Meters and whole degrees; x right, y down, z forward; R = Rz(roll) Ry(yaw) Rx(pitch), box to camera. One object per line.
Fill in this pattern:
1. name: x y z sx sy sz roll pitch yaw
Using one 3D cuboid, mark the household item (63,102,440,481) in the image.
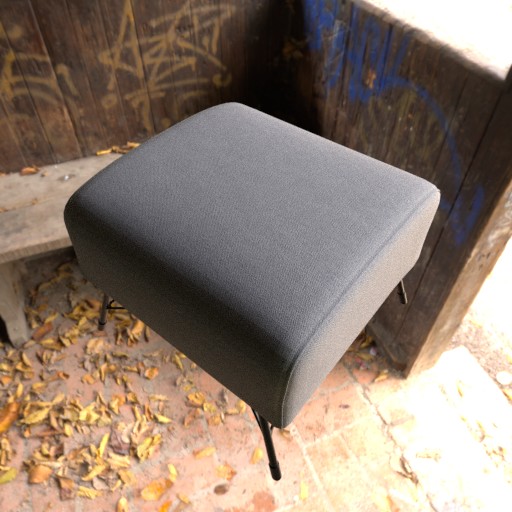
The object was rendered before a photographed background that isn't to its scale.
1. household item: 0.000 0.000 0.908 0.530 0.410 0.530 31 54 25
